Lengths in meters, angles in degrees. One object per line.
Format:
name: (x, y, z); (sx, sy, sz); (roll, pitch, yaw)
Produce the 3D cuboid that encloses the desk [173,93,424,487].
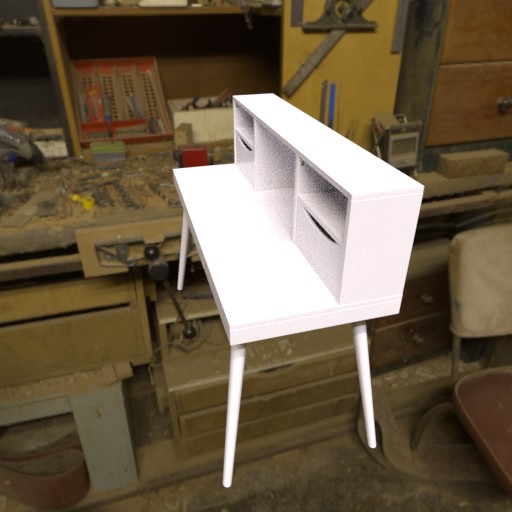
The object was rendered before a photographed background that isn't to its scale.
desk: (0.000, 0.000, 1.755); (0.559, 0.990, 1.199); (-8, 32, -14)
